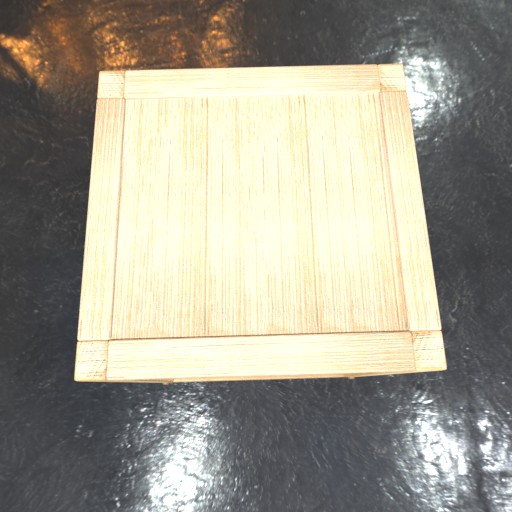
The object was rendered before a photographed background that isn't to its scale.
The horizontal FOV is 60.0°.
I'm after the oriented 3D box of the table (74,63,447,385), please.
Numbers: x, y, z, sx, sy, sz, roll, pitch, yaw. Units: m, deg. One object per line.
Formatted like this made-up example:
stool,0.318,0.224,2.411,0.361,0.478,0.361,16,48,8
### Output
table,0.000,0.000,1.028,0.559,0.610,0.558,-2,74,0
